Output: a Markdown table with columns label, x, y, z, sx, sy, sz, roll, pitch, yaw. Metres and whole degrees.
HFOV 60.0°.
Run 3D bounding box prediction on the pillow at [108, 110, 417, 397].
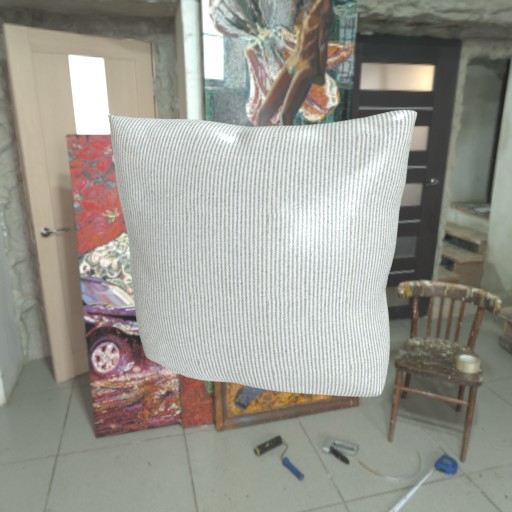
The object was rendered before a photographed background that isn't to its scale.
| label | x | y | z | sx | sy | sz | roll | pitch | yaw |
| --- | --- | --- | --- | --- | --- | --- | --- | --- | --- |
| pillow | 0.000 | 0.000 | 0.697 | 0.310 | 0.432 | 0.387 | -15 | 22 | -42 |
